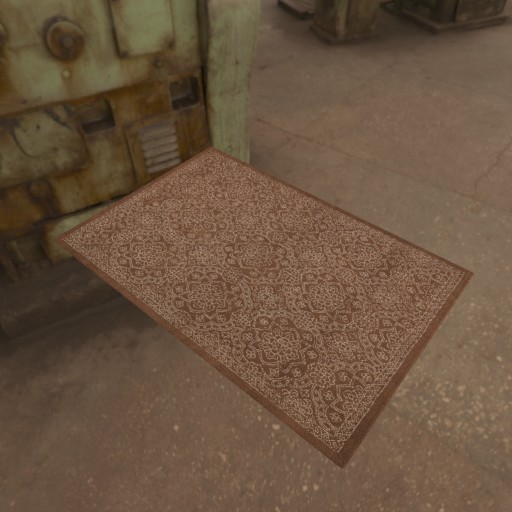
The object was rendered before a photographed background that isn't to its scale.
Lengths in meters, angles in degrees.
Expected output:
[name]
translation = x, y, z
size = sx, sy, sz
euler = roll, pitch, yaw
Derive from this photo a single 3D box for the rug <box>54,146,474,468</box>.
[rug]
translation = 0.000, 0.000, 2.299
size = 1.829, 0.010, 1.219
euler = 31, 53, 27
